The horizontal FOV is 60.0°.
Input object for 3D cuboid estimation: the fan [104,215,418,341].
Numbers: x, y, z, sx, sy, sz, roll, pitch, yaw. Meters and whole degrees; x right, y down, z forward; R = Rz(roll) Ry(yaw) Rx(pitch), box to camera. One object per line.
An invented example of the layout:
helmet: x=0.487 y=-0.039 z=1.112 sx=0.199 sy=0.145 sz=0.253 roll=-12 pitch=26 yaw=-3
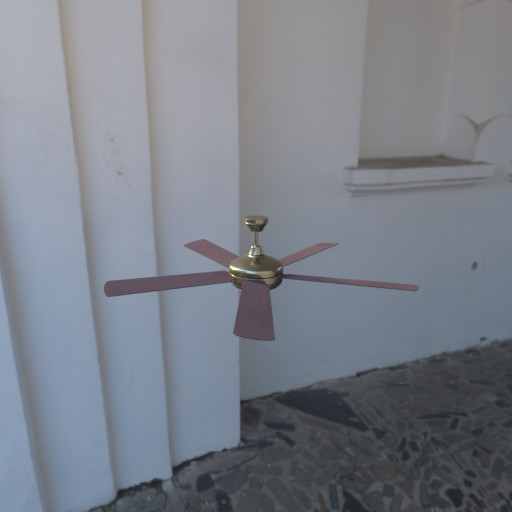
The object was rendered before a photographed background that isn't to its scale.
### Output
fan: x=0.000 y=0.000 z=2.025 sx=1.321 sy=0.356 sz=1.321 roll=-2 pitch=16 yaw=-8
